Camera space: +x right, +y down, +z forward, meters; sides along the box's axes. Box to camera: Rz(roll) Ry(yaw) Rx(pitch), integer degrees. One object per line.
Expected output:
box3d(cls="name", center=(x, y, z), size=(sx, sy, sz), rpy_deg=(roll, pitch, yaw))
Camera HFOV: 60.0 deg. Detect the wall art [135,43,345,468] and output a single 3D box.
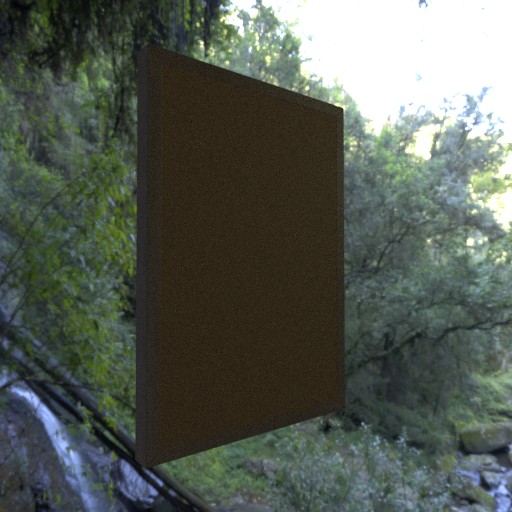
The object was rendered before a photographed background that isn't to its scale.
box3d(cls="wall art", center=(0.000, 0.000, 0.651), size=(0.356, 0.509, 0.031), rpy_deg=(1, -2, -38))
